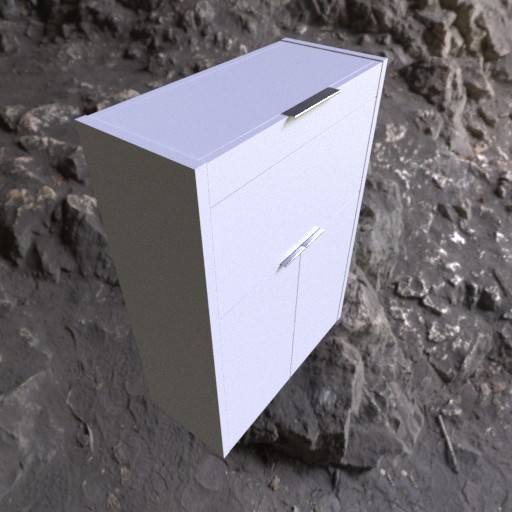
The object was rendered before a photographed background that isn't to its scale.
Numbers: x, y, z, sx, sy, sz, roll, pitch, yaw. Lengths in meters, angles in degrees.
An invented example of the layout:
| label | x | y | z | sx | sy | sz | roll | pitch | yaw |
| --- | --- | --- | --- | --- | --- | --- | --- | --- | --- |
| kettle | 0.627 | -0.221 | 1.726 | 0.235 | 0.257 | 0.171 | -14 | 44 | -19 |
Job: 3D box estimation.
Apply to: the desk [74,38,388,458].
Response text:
| label | x | y | z | sx | sy | sz | roll | pitch | yaw |
| --- | --- | --- | --- | --- | --- | --- | --- | --- | --- |
| desk | 0.000 | 0.000 | 1.560 | 0.390 | 1.190 | 0.850 | 26 | 47 | 27 |
